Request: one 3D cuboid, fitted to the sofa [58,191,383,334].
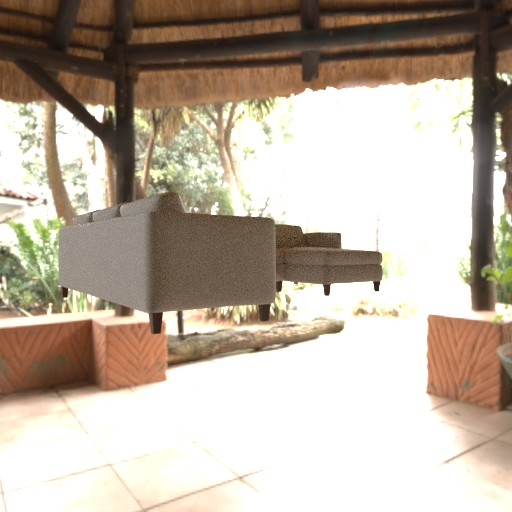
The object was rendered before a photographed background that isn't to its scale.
[{"bbox_3d":[0.000,0.000,4.451,3.238,0.853,2.551,-1,1,-35],"label":"sofa"}]
